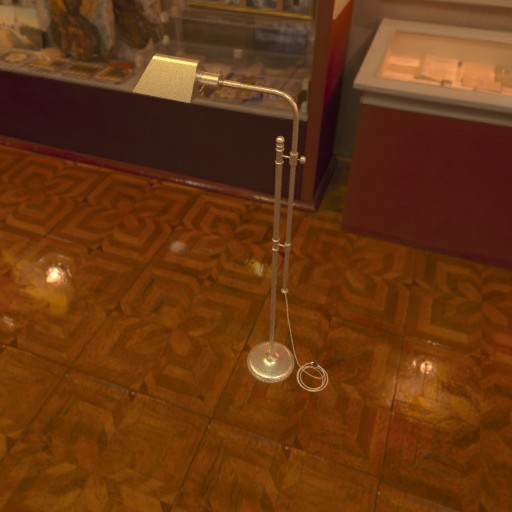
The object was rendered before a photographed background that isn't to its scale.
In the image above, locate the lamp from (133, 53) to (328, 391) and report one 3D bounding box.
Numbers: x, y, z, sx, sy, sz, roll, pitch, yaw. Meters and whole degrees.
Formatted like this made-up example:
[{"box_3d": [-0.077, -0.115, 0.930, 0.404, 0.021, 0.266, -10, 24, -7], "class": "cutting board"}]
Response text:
[{"box_3d": [0.000, 0.000, 1.889, 0.813, 1.571, 0.256, 16, 47, 16], "class": "lamp"}]
